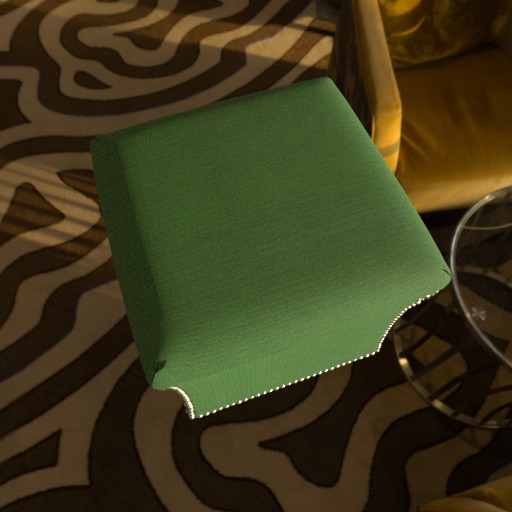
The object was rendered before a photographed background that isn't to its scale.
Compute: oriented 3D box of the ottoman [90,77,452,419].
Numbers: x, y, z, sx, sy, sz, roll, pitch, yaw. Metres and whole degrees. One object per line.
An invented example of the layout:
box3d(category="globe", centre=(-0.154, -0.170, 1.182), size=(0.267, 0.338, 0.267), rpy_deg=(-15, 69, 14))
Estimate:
box3d(category="ottoman", centre=(0.000, 0.000, 0.929), size=(0.507, 0.475, 0.497), rpy_deg=(-17, 64, -9))
